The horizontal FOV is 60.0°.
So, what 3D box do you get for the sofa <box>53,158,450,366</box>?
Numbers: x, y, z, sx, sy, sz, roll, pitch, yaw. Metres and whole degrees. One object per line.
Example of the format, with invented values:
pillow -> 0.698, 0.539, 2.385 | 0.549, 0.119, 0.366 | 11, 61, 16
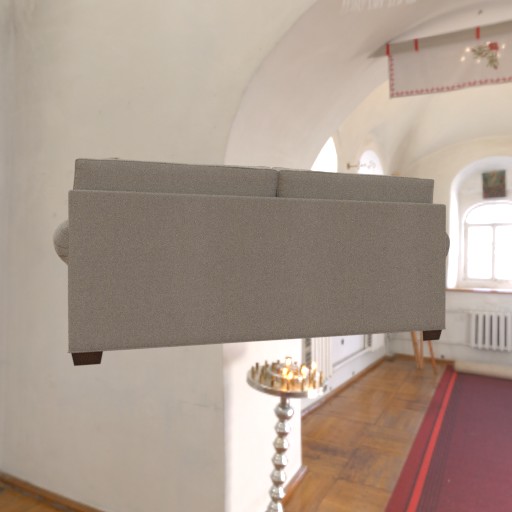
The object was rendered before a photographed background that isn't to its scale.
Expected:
sofa -> 0.000, 0.000, 2.644 | 2.146, 0.962, 0.901 | 0, 1, -17
